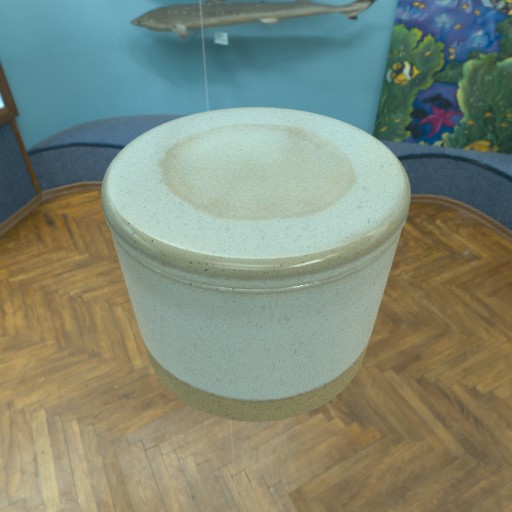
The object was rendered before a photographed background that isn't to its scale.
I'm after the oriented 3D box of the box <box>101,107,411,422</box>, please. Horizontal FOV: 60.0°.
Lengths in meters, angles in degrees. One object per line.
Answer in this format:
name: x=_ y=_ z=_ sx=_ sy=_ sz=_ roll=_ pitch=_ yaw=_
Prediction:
box: x=0.000 y=0.000 z=0.264 sx=0.154 sy=0.123 sz=0.154 roll=0 pitch=41 yaw=0
